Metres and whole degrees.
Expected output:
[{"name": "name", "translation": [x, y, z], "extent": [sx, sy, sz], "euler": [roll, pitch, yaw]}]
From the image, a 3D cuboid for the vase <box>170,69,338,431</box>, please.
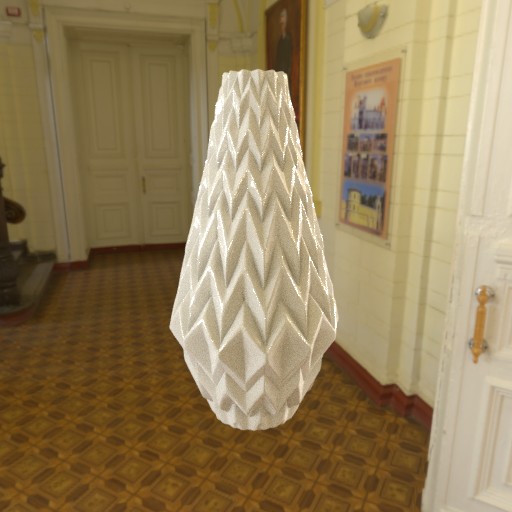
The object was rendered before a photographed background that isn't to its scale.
[{"name": "vase", "translation": [0.000, 0.000, 0.427], "extent": [0.167, 0.328, 0.167], "euler": [0, 15, 0]}]
